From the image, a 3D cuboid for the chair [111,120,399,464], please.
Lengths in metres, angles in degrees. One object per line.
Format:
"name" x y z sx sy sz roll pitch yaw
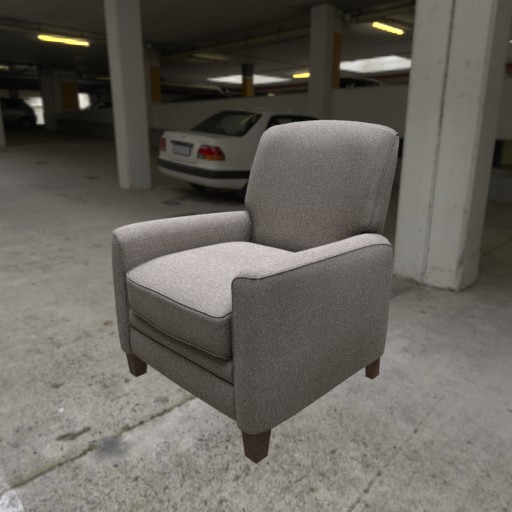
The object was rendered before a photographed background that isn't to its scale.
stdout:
"chair" 0.000 0.000 1.708 0.848 1.014 0.864 15 22 43
